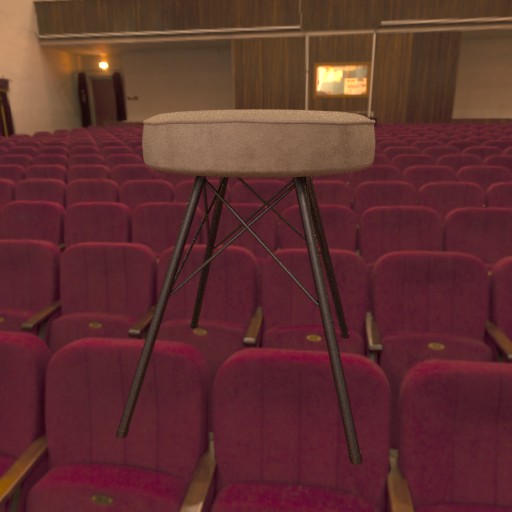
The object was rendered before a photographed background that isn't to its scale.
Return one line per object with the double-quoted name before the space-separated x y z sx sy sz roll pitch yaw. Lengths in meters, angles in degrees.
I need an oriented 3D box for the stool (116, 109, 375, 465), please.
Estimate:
"stool" 0.000 0.000 0.869 0.423 0.538 0.457 2 16 9
